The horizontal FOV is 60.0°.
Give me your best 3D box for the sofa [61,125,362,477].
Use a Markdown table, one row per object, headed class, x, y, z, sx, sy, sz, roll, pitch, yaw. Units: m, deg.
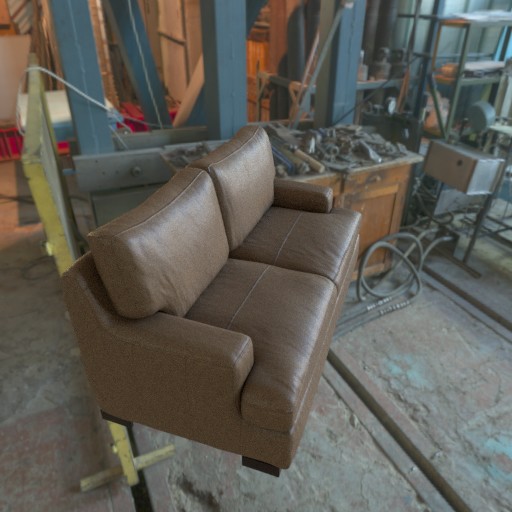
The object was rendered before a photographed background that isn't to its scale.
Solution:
| class | x | y | z | sx | sy | sz | roll | pitch | yaw |
| --- | --- | --- | --- | --- | --- | --- | --- | --- | --- |
| sofa | 0.000 | 0.000 | 2.439 | 0.962 | 0.980 | 1.855 | 11 | 33 | 17 |
